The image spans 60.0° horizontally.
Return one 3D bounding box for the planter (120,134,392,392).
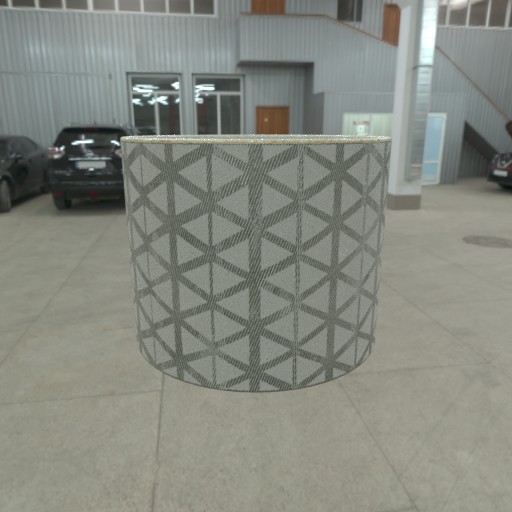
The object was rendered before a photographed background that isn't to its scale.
[{"bbox_3d":[0.000,0.000,0.458,0.250,0.239,0.250,0,16,0],"label":"planter"}]
